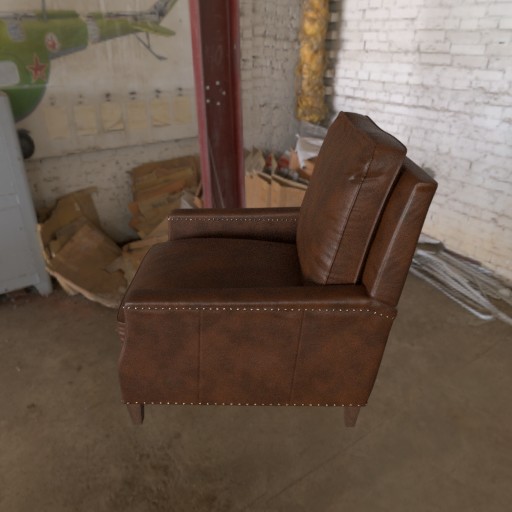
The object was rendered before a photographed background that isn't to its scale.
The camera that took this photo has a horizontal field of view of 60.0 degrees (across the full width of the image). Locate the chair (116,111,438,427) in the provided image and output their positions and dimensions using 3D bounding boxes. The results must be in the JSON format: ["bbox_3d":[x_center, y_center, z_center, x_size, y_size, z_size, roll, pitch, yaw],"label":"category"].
[{"bbox_3d":[0.000,0.000,1.812,1.035,1.054,0.854,0,27,1],"label":"chair"}]
